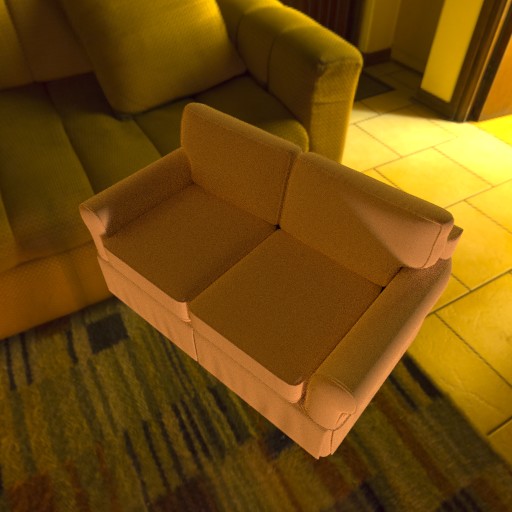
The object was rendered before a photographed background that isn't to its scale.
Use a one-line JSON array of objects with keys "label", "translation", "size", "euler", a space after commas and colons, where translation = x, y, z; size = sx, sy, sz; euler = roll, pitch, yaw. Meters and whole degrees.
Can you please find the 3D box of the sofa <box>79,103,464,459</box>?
[{"label": "sofa", "translation": [0.000, 0.000, 2.321], "size": [1.727, 0.940, 0.991], "euler": [31, 53, 27]}]
